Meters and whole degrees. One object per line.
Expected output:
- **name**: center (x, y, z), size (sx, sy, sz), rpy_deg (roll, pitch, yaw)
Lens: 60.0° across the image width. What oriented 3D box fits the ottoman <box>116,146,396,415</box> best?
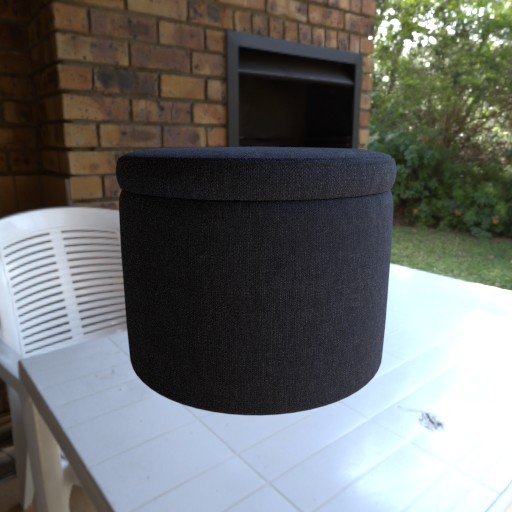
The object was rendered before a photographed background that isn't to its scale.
- **ottoman**: center (0.000, 0.000, 0.896), size (0.520, 0.430, 0.520), rpy_deg (0, 14, 0)
